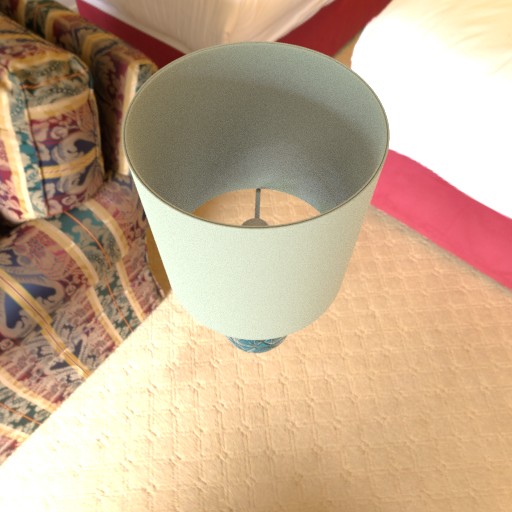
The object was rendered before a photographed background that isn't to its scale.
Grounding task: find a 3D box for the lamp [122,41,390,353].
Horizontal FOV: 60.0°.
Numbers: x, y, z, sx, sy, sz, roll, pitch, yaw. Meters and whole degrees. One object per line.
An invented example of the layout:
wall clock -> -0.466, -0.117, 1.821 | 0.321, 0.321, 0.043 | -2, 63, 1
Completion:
lamp -> 0.000, 0.000, 0.483 | 0.193, 0.377, 0.193 | 2, 59, 1
